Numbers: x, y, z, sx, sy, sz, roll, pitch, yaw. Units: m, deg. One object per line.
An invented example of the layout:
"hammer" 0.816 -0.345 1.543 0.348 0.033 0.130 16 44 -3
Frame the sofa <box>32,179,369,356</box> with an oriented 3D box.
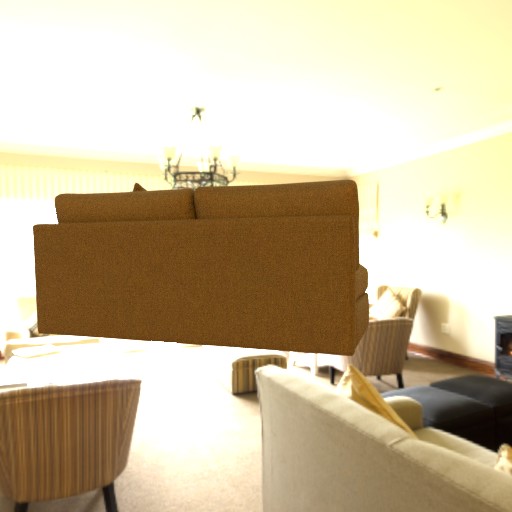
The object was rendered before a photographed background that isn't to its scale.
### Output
"sofa" 0.000 0.000 3.821 1.994 0.978 2.896 0 0 19
